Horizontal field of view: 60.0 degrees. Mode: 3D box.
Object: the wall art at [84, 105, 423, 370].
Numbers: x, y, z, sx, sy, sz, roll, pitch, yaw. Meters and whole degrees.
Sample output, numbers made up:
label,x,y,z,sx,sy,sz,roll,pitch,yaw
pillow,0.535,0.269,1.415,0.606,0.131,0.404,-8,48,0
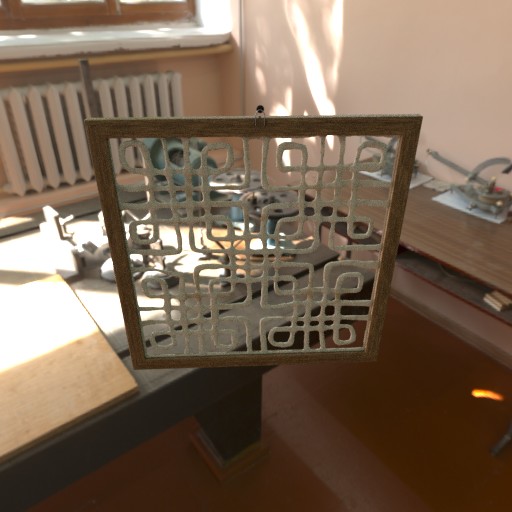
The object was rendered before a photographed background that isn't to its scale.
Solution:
label,x,y,z,sx,sy,sz,roll,pitch,yaw
wall art,0.000,0.000,0.877,0.561,0.582,0.021,-1,31,-2
